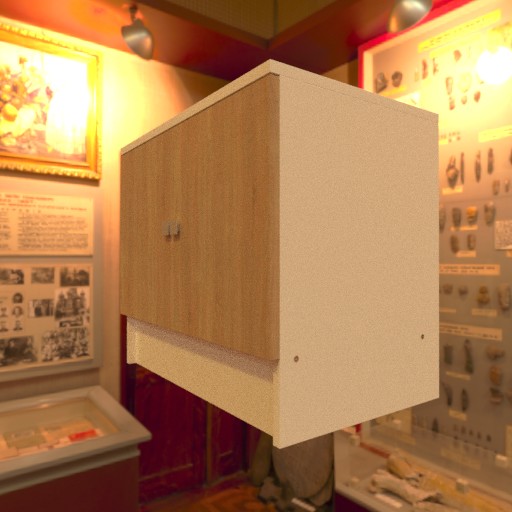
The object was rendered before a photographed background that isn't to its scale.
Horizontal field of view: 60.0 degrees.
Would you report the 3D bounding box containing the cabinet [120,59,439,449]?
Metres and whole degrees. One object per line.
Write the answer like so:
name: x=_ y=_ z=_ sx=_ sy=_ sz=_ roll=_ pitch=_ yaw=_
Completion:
cabinet: x=0.000 y=0.000 z=0.943 sx=0.400 sy=0.522 sz=0.600 roll=0 pitch=0 yaw=-36
